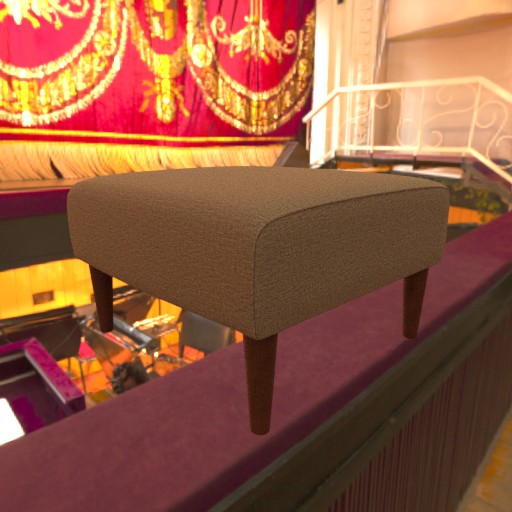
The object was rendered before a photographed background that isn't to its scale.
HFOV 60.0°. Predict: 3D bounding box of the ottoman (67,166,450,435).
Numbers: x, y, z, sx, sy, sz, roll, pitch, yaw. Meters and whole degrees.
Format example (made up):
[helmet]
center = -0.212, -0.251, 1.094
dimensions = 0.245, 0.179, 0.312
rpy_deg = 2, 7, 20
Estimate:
[ottoman]
center = 0.000, 0.000, 1.055
dimensions = 0.649, 0.398, 0.650
rpy_deg = -14, 20, -42
